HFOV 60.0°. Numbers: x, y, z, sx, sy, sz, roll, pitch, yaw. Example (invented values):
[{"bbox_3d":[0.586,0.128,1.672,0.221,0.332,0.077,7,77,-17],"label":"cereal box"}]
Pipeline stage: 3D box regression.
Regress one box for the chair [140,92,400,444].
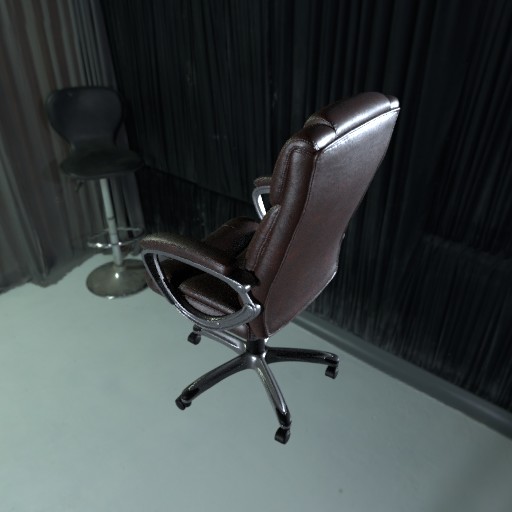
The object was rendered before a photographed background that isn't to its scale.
[{"bbox_3d":[0.000,0.000,1.540,0.692,1.128,0.656,21,38,30],"label":"chair"}]
